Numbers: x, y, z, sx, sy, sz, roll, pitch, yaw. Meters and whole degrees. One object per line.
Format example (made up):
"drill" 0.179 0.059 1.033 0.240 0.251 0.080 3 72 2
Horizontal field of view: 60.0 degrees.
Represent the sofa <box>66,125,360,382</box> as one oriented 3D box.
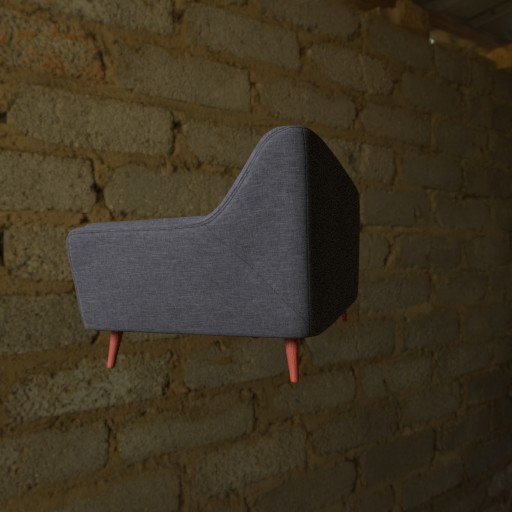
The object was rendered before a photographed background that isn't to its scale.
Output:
"sofa" 0.000 0.000 2.403 0.975 0.896 1.929 0 0 18
